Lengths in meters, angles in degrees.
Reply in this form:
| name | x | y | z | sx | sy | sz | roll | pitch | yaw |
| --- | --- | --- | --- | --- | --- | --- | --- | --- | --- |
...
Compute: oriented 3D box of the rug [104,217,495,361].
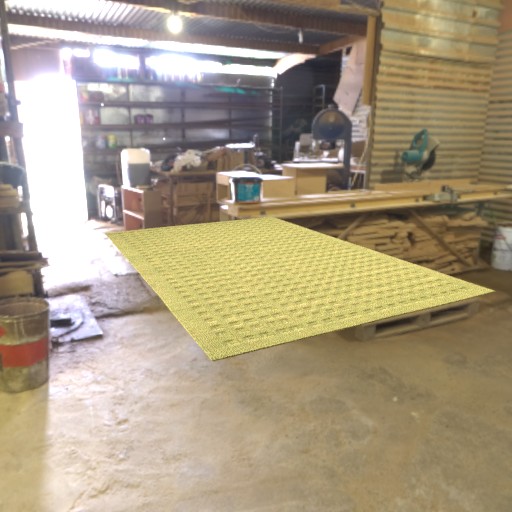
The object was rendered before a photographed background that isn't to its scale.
| name | x | y | z | sx | sy | sz | roll | pitch | yaw |
| --- | --- | --- | --- | --- | --- | --- | --- | --- | --- |
| rug | 0.000 | 0.000 | 2.871 | 1.529 | 0.007 | 2.297 | -8 | 17 | -26 |
